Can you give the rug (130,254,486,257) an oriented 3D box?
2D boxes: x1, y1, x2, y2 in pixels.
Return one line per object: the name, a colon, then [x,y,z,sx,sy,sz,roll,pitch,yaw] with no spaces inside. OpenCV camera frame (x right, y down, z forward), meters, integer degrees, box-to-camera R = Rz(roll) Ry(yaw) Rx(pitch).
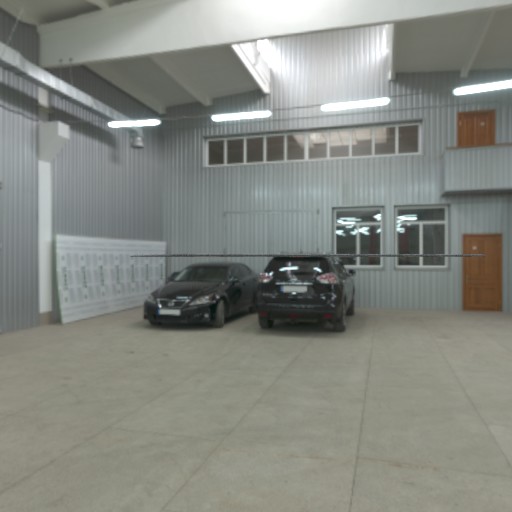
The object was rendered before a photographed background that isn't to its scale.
rug: [0.000,0.000,3.098,1.554,0.011,2.476,0,0,-19]
